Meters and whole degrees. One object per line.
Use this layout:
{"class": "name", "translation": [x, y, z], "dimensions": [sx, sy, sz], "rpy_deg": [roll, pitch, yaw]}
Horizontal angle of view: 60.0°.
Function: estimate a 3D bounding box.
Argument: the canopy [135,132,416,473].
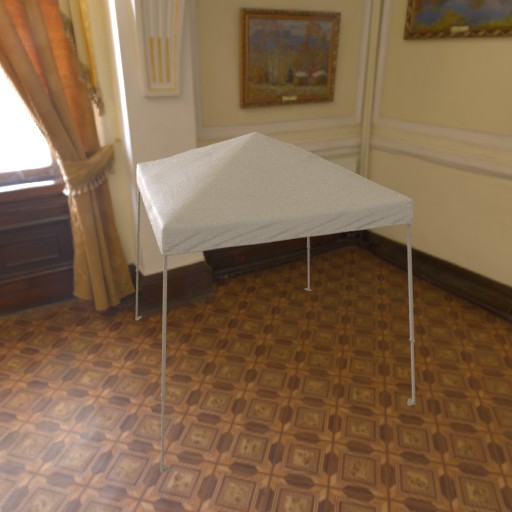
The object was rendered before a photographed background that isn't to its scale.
{"class": "canopy", "translation": [0.000, 0.000, 6.600], "dimensions": [3.600, 3.600, 3.599], "rpy_deg": [-8, 26, -17]}
